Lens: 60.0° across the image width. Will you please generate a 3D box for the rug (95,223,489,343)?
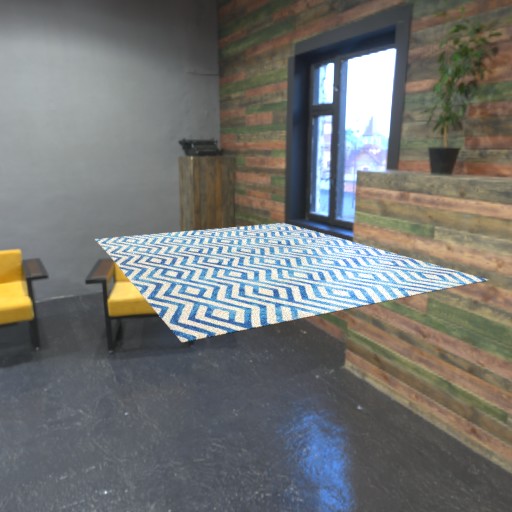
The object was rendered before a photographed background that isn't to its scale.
[{"bbox_3d":[0.000,0.000,4.160,2.453,0.008,3.059,-7,15,-27],"label":"rug"}]
